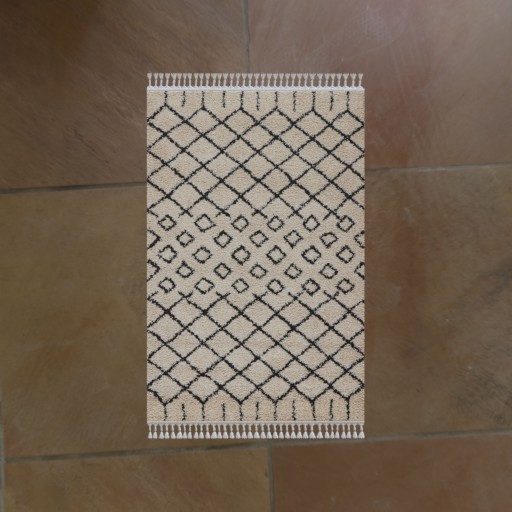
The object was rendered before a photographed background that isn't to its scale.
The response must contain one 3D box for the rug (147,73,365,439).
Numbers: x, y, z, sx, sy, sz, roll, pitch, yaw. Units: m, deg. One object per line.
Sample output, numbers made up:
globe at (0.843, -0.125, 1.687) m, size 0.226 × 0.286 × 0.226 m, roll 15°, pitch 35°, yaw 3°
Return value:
rug at (0.000, 0.000, 2.435) m, size 1.196 × 0.008 × 2.006 m, roll 0°, pitch 90°, yaw 0°
